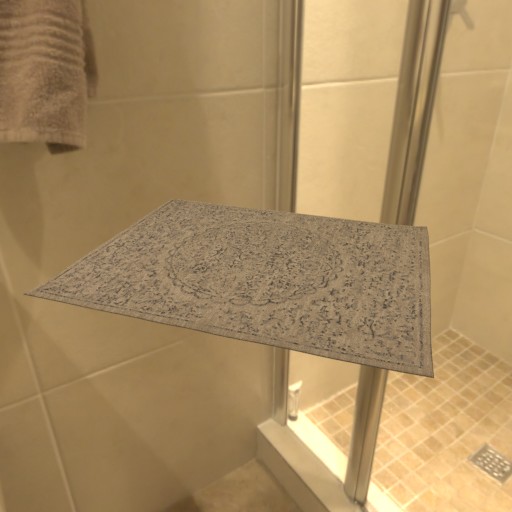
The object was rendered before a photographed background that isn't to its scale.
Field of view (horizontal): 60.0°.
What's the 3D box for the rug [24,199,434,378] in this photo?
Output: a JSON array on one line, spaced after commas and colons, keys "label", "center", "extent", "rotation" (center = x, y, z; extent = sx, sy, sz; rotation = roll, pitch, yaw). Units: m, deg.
[{"label": "rug", "center": [0.000, 0.000, 3.929], "extent": [2.925, 0.026, 2.343], "rotation": [8, 28, 16]}]
